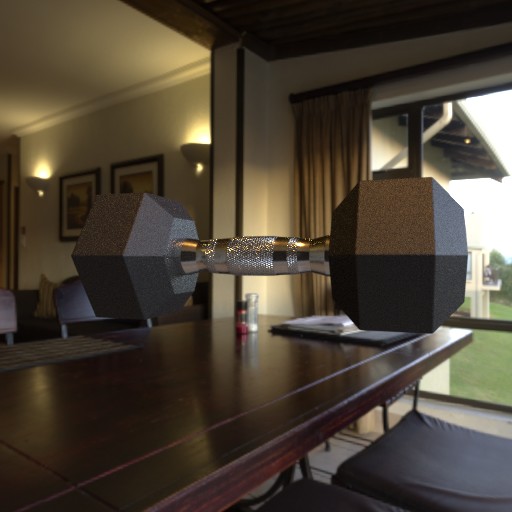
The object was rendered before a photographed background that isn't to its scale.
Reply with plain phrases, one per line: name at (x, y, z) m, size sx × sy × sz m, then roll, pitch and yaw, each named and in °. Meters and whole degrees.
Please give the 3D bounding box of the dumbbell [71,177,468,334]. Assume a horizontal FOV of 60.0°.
dumbbell at (0.000, 0.000, 0.322) m, size 0.272 × 0.092 × 0.106 m, roll 0°, pitch 0°, yaw 18°
